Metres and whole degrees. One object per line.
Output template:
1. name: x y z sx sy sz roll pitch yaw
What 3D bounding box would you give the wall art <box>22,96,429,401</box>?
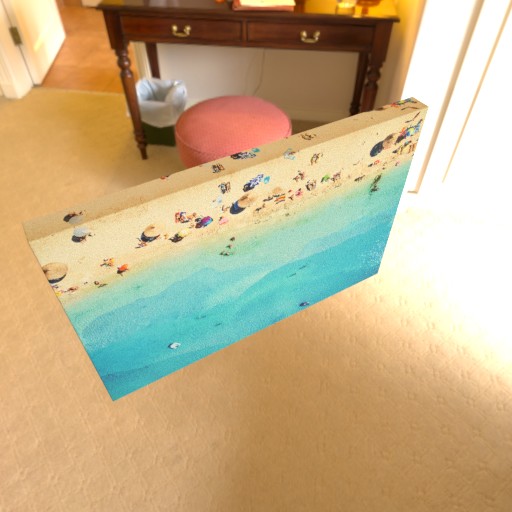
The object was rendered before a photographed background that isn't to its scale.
1. wall art: 0.000 0.000 0.757 0.609 0.406 0.039 -23 51 -20
